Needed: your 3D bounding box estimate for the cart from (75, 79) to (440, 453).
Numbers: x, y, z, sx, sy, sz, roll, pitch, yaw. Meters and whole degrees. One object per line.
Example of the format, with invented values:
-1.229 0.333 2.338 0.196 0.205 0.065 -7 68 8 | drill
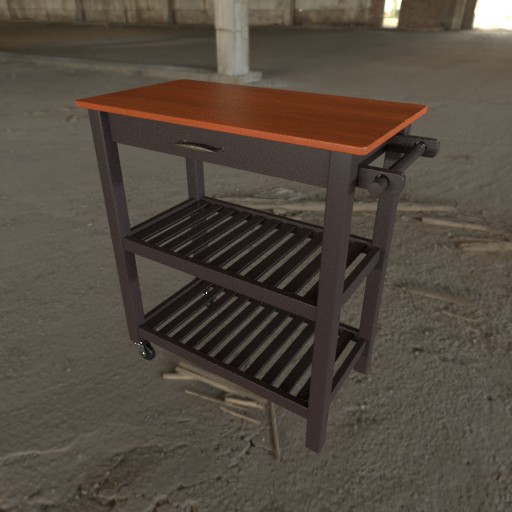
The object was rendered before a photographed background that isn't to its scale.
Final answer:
0.000 0.000 1.403 0.899 0.927 0.457 18 34 28 | cart
